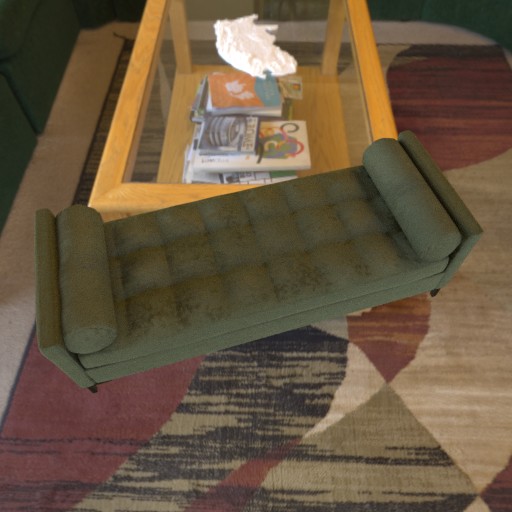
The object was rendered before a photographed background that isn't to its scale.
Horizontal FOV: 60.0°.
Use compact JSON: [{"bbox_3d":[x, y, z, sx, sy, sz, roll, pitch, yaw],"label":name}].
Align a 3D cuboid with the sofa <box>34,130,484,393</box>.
[{"bbox_3d":[0.000,0.000,2.445,2.130,0.681,0.817,-14,58,-9],"label":"sofa"}]
